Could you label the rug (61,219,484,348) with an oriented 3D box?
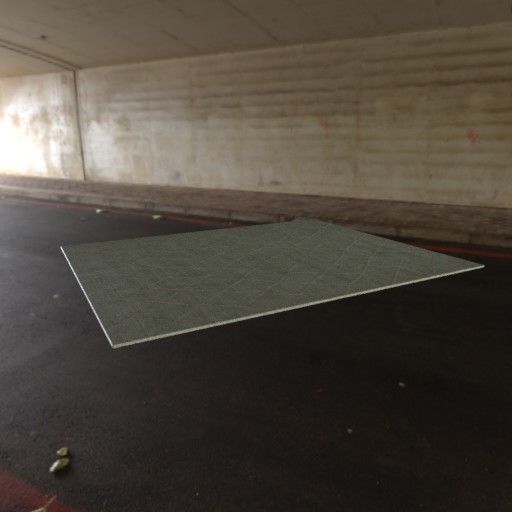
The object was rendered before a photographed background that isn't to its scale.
[{"bbox_3d":[0.000,0.000,4.028,3.039,0.019,2.420,-8,17,-28],"label":"rug"}]
